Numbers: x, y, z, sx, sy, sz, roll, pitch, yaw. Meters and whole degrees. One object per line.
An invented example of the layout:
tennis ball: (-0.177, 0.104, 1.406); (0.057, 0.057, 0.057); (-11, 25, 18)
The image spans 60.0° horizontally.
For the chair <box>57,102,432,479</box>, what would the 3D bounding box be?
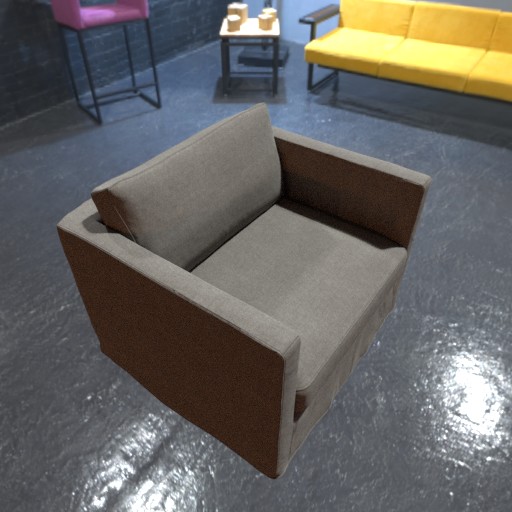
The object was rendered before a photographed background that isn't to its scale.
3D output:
chair: (0.000, 0.000, 1.743); (0.949, 0.863, 1.057); (26, 47, 26)
